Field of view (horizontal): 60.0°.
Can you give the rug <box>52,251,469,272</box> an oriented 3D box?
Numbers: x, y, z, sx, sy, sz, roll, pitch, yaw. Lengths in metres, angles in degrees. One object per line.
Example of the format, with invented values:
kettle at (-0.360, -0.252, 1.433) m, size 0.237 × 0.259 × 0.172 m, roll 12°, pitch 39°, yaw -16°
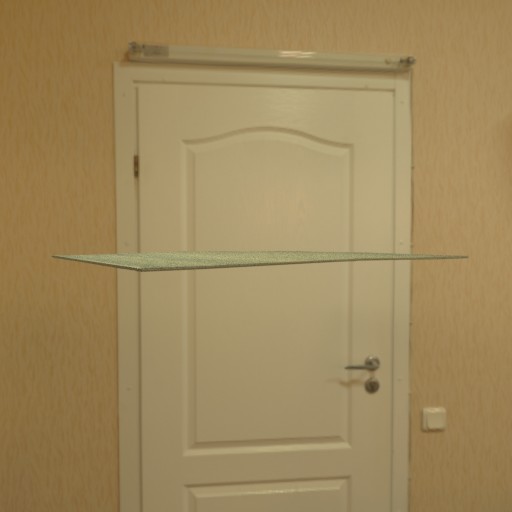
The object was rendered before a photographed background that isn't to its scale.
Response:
rug at (0.000, 0.000, 4.299) m, size 3.237 × 0.046 × 2.461 m, roll -1°, pitch 2°, yaw -35°
